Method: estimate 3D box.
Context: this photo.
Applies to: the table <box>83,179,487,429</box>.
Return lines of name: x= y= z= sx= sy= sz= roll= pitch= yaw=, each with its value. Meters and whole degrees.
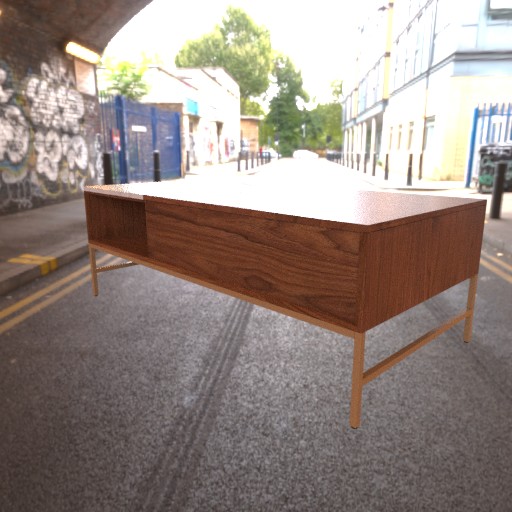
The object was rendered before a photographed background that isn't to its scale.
table: x=0.000 y=0.000 z=1.916 sx=0.789 sy=0.551 sz=1.553 roll=-13 pitch=19 yaw=-43
